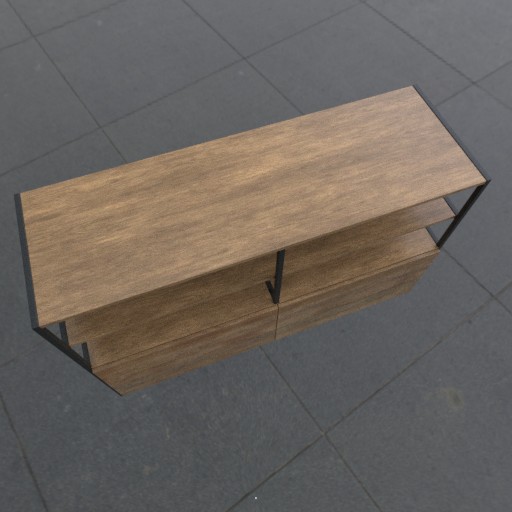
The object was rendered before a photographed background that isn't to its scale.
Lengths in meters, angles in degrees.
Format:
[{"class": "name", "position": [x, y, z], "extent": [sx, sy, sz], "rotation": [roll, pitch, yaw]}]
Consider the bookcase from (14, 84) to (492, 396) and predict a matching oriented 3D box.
[{"class": "bookcase", "position": [0.000, 0.000, 1.428], "extent": [1.149, 0.712, 0.391], "rotation": [-18, 63, -10]}]
